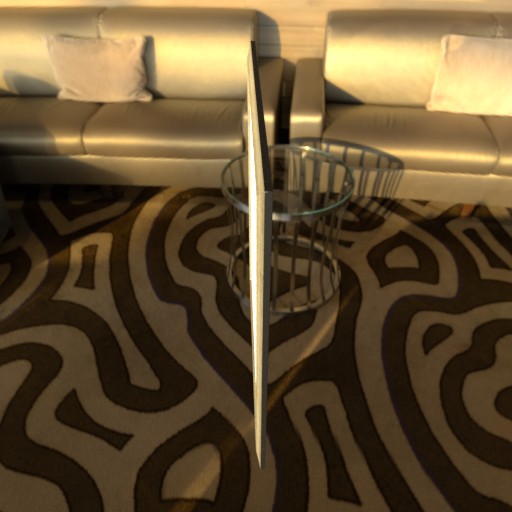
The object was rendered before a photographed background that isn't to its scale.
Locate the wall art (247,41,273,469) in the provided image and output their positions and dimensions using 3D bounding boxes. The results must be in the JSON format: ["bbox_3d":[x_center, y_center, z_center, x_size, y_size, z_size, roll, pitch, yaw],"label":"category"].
[{"bbox_3d":[0.000,0.000,0.894,0.018,0.660,0.559,-1,41,-2],"label":"wall art"}]
